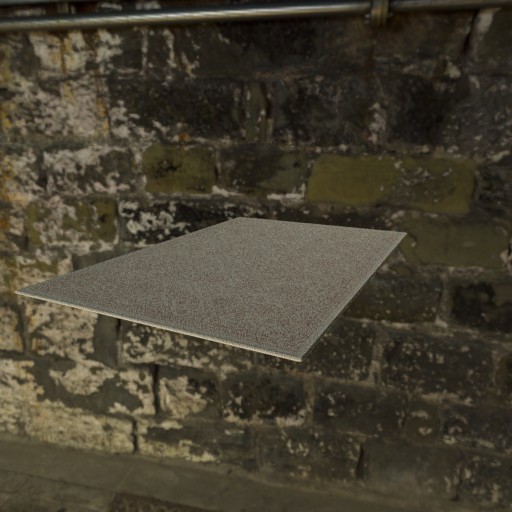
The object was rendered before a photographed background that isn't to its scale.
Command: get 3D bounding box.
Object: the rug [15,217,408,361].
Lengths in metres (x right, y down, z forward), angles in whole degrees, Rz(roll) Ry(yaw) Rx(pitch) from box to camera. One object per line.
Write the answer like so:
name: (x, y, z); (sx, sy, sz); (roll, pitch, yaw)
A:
rug: (0.000, 0.000, 2.270); (1.219, 0.010, 1.829); (8, 17, 26)
